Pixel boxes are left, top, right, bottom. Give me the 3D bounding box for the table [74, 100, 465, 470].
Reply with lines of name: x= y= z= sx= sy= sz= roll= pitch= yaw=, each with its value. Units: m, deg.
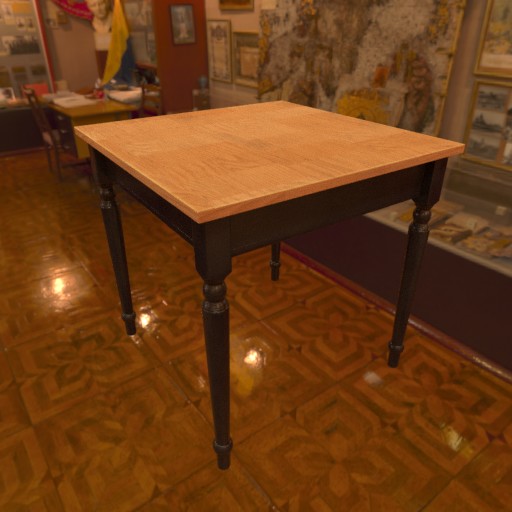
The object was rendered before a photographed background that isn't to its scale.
table: x=0.000 y=0.000 z=1.360 sx=0.747 sy=0.738 sz=0.747 roll=-18 pitch=34 yaw=-30
